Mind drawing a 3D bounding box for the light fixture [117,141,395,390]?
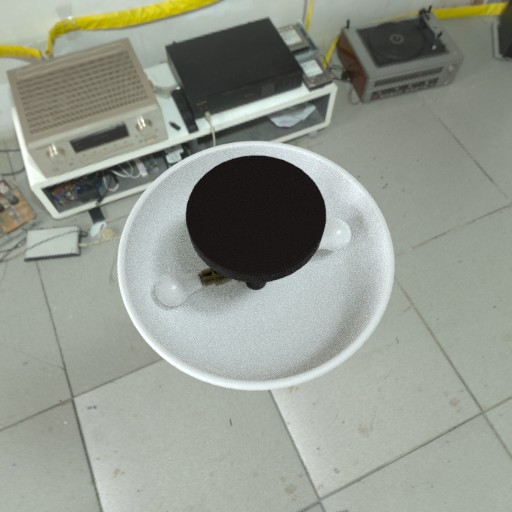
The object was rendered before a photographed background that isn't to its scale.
[{"bbox_3d":[0.000,0.000,0.553,0.331,0.212,0.331,0,64,0],"label":"light fixture"}]
